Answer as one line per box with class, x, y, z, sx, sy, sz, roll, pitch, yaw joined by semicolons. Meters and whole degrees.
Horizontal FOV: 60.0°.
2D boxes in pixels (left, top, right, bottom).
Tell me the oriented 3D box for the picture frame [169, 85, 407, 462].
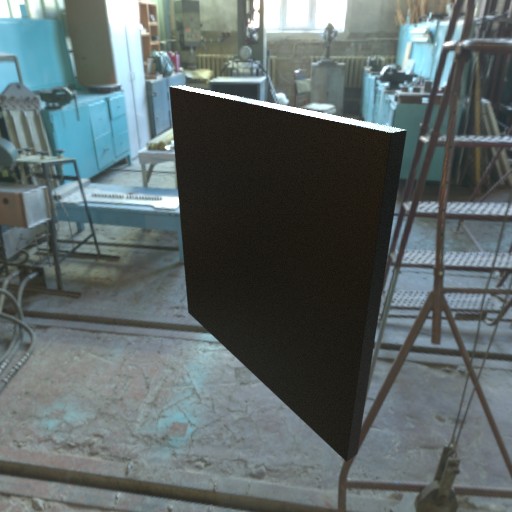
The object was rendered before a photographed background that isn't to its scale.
picture frame;0.000;0.000;0.841;0.029;0.557;0.559;-19;33;-32
